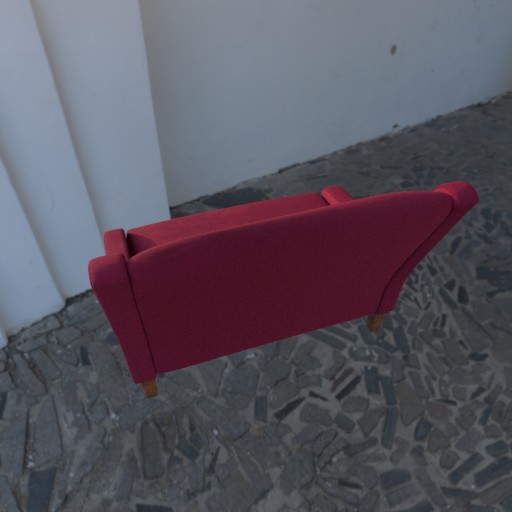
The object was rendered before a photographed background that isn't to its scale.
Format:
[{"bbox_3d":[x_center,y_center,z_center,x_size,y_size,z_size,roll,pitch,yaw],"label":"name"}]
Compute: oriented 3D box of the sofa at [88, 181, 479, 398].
[{"bbox_3d":[0.000,0.000,1.927,1.242,0.976,0.946,-13,43,-15],"label":"sofa"}]
